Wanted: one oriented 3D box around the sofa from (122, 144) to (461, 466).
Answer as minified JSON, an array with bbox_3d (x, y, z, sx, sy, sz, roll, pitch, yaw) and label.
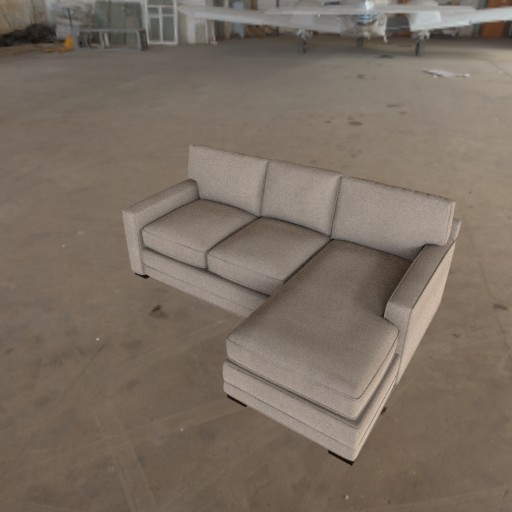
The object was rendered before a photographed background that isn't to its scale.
[{"bbox_3d":[0.000,0.000,2.838,2.087,0.861,1.496,19,35,29],"label":"sofa"}]
